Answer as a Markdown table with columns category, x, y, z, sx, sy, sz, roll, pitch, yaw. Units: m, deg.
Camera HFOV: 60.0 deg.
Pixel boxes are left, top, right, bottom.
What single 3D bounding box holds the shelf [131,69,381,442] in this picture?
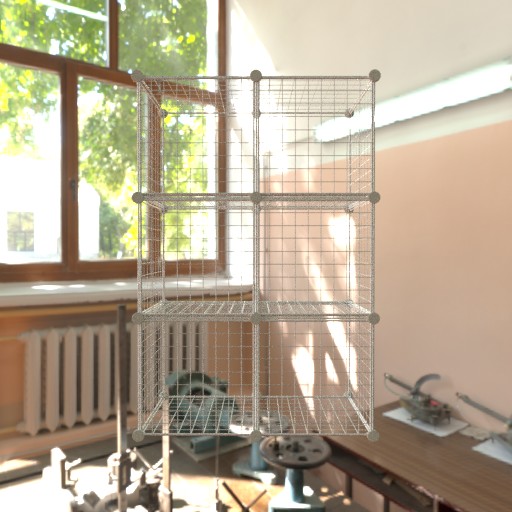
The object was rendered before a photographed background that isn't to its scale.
| category | x | y | z | sx | sy | sz | roll | pitch | yaw |
| --- | --- | --- | --- | --- | --- | --- | --- | --- | --- |
| shelf | 0.000 | 0.000 | 1.447 | 0.711 | 1.067 | 0.356 | 0 | 1 | 0 |
